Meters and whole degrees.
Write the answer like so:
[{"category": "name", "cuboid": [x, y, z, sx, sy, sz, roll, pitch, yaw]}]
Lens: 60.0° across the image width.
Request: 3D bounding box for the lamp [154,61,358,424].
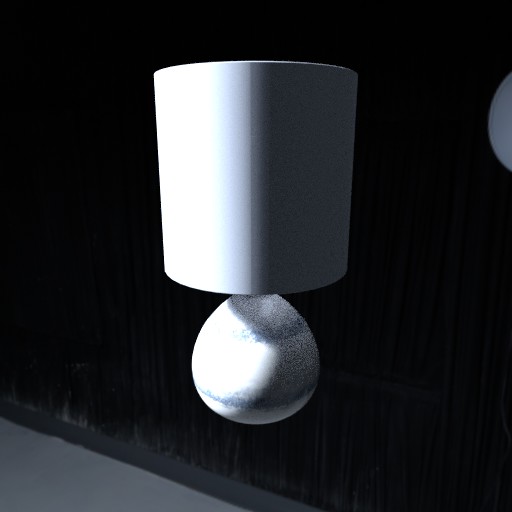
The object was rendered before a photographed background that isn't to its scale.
[{"category": "lamp", "cuboid": [0.000, 0.000, 0.536, 0.216, 0.404, 0.216, 7, 17, 26]}]
